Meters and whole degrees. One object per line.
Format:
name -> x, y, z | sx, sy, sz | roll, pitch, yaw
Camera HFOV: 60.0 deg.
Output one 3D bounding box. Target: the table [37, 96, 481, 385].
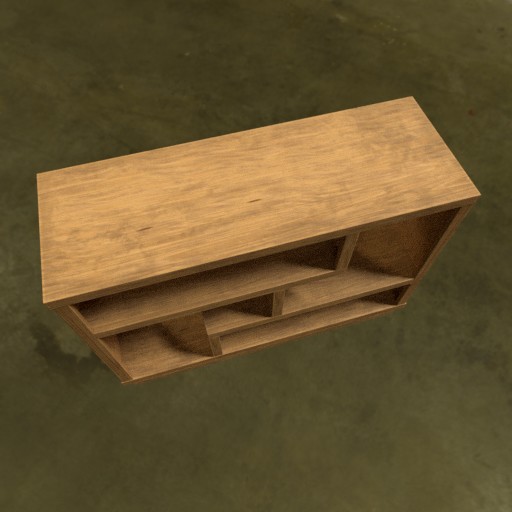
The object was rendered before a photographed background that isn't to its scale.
table -> 0.000, 0.000, 1.544 | 1.151, 0.771, 0.410 | -14, 60, -8
